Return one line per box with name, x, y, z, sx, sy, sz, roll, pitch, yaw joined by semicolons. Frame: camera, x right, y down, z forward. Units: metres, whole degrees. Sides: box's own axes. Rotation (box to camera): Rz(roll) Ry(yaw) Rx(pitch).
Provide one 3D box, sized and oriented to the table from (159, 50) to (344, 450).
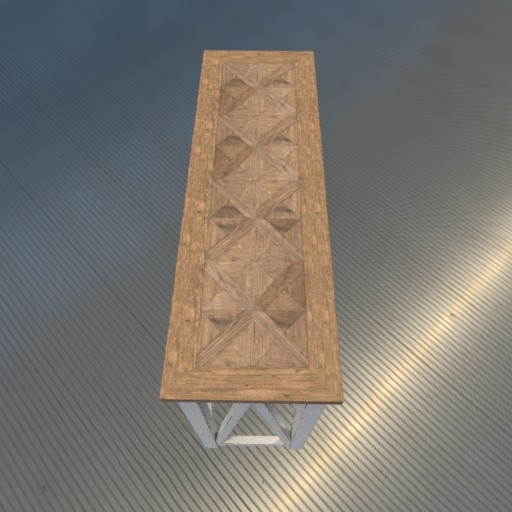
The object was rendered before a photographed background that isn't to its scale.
table;0.000;0.000;1.841;0.450;0.930;1.400;1;58;0
